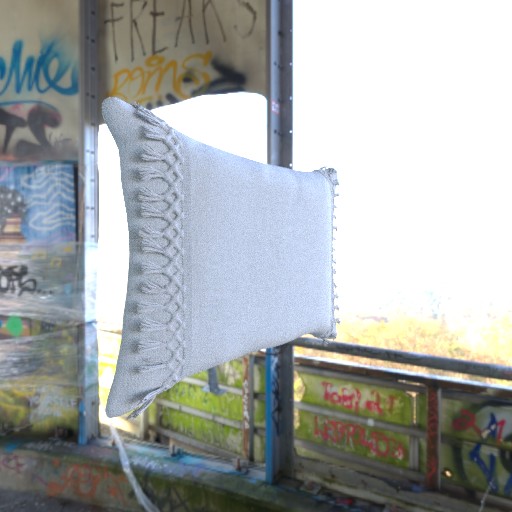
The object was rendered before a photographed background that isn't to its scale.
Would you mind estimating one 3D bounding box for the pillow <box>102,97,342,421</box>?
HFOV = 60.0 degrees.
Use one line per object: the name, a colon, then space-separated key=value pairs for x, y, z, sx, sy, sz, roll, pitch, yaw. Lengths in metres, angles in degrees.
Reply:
pillow: x=0.000 y=0.000 z=0.593 sx=0.084 sy=0.305 sz=0.466 roll=0 pitch=1 yaw=37
